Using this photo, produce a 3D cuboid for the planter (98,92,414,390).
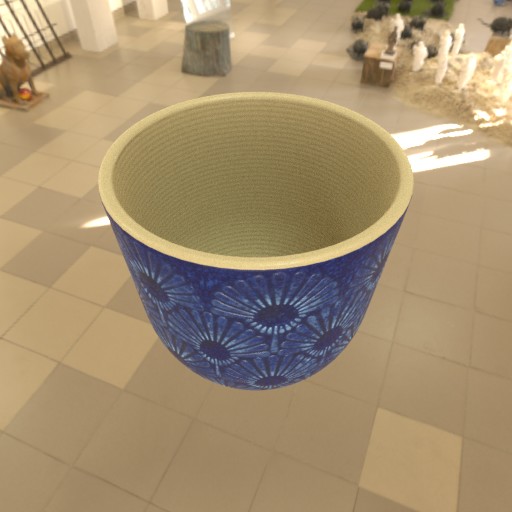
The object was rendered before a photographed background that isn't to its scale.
[{"bbox_3d":[0.000,0.000,0.297,0.170,0.153,0.170,0,44,0],"label":"planter"}]
